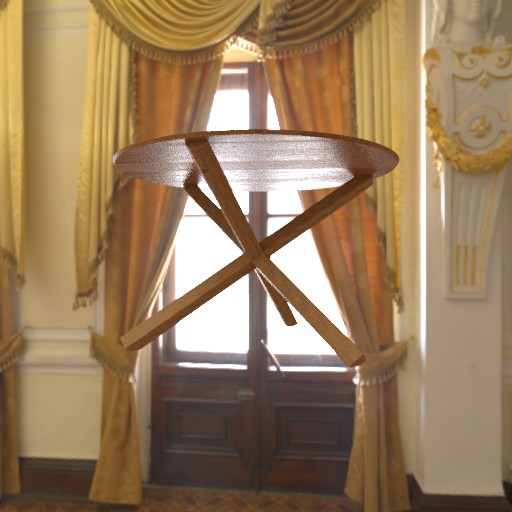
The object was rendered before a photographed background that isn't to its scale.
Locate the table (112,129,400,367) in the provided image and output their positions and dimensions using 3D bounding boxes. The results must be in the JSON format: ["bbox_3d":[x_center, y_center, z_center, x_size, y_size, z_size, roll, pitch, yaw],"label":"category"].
[{"bbox_3d":[0.000,0.000,1.684,1.038,0.666,1.038,0,0,0],"label":"table"}]
